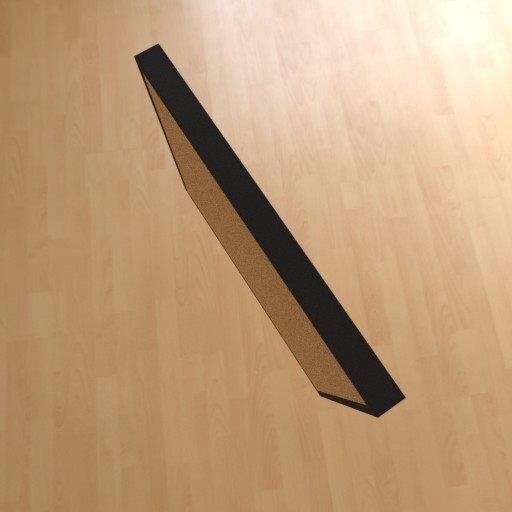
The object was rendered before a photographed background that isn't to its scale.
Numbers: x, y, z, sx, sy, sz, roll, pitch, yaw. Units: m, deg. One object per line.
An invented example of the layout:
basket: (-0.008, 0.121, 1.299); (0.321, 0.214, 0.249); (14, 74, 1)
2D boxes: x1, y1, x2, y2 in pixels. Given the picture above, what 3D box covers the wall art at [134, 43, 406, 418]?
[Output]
wall art: (0.000, 0.000, 0.550); (0.028, 0.325, 0.397); (-32, 78, -8)
